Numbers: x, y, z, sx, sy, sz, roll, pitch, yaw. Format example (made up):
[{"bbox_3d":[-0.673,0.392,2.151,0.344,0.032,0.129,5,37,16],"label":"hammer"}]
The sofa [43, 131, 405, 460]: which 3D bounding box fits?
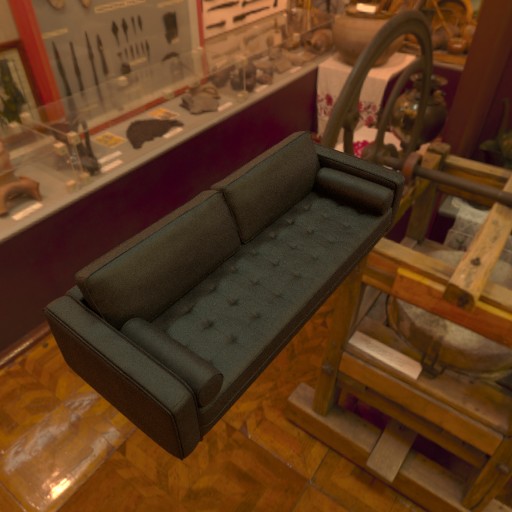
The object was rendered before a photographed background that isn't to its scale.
[{"bbox_3d":[0.000,0.000,2.645,0.914,0.762,2.210,27,49,27],"label":"sofa"}]
